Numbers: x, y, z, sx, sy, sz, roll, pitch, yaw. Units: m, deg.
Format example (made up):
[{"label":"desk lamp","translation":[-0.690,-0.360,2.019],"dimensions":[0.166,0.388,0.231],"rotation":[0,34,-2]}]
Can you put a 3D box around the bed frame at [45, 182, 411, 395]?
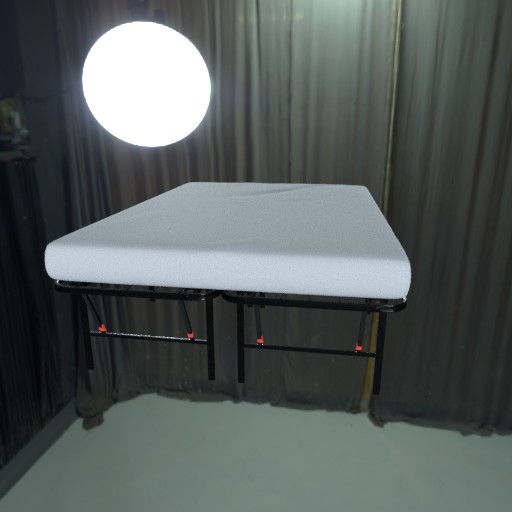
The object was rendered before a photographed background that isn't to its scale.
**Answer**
[{"label":"bed frame","translation":[0.000,0.000,2.550],"dimensions":[1.372,0.637,1.905],"rotation":[3,17,8]}]
